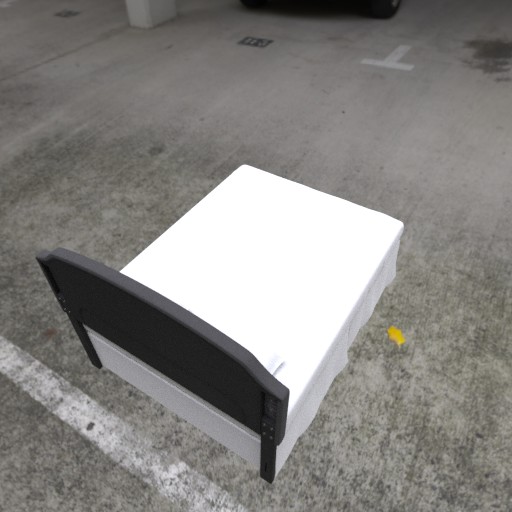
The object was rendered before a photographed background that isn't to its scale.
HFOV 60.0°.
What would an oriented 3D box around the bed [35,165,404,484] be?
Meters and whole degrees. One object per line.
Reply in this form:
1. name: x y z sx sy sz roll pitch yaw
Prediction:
1. bed: 0.000 0.000 2.969 1.558 1.270 1.999 24 50 22
